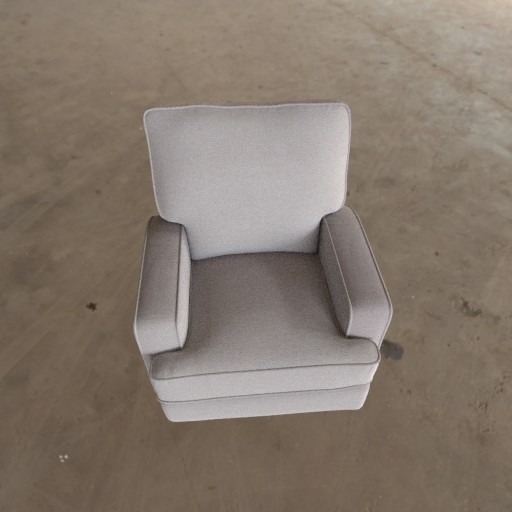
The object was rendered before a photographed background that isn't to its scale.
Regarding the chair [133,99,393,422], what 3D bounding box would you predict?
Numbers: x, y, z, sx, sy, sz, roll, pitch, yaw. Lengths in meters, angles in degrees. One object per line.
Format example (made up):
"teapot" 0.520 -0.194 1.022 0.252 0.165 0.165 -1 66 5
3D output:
"chair" 0.000 0.000 1.701 0.861 0.964 0.969 -3 47 -3
